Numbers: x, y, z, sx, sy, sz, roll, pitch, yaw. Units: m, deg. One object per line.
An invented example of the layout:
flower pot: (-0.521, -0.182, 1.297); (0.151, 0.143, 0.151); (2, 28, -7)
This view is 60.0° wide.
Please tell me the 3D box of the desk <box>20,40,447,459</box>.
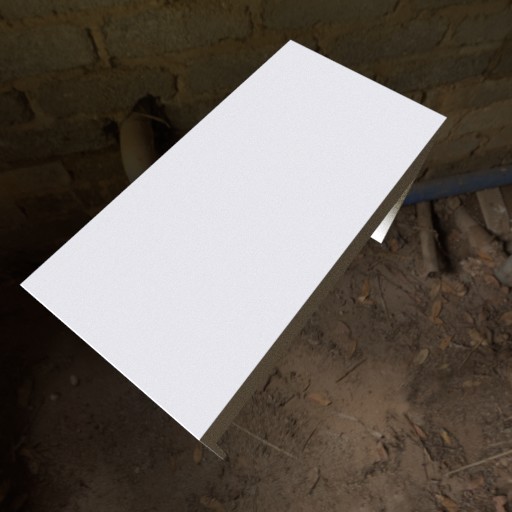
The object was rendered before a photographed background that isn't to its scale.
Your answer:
desk: (0.000, 0.000, 1.493); (0.560, 0.730, 1.100); (34, 68, 16)
